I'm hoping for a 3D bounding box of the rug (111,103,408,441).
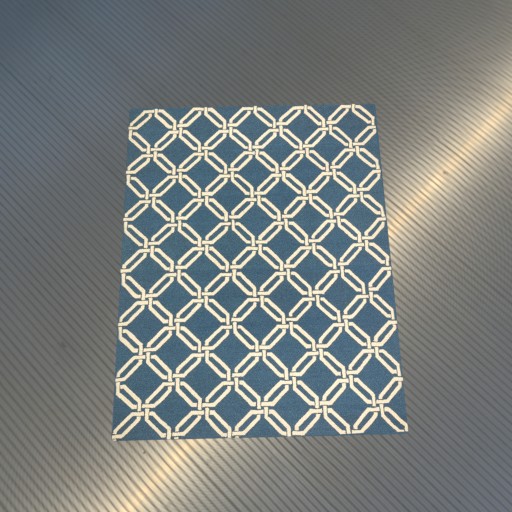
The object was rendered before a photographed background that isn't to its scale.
[{"bbox_3d":[0.000,0.000,3.741,2.277,0.020,2.867,-1,76,0],"label":"rug"}]
